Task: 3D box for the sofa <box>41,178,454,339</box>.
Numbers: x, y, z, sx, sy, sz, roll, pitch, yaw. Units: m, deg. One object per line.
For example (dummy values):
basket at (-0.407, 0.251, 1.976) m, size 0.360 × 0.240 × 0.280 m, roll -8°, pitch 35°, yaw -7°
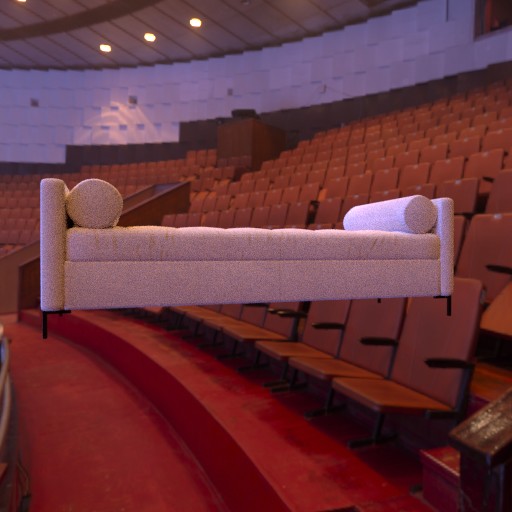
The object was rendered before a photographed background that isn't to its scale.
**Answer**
sofa at (0.000, 0.000, 2.340) m, size 1.981 × 0.635 × 0.686 m, roll 0°, pitch 0°, yaw -19°
